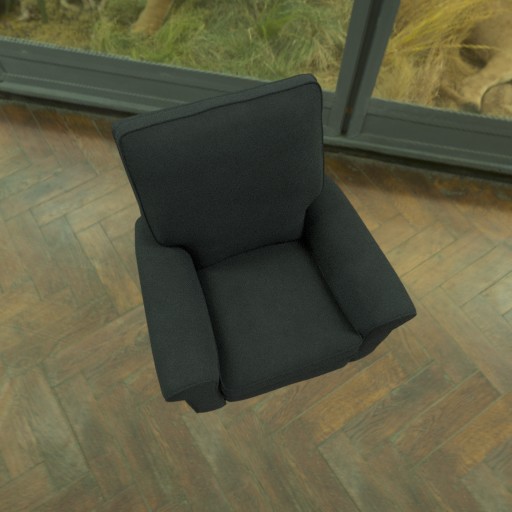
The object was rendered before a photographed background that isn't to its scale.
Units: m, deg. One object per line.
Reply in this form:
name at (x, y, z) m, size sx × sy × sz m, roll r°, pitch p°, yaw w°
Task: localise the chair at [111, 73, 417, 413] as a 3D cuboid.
chair at (0.000, 0.000, 1.656) m, size 0.890 × 0.961 × 0.878 m, roll -17°, pitch 65°, yaw -8°
